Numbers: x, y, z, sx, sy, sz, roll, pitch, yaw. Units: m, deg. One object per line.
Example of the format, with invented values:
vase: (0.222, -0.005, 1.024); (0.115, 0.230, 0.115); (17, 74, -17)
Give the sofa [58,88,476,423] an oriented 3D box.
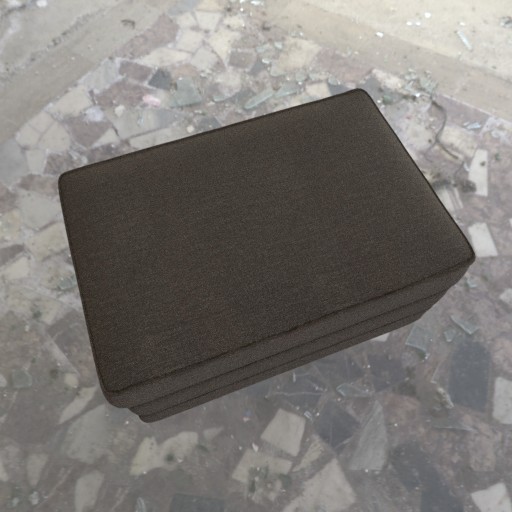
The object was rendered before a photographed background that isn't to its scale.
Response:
sofa: (0.000, 0.000, 1.198); (0.854, 0.457, 0.578); (-19, 65, -9)
